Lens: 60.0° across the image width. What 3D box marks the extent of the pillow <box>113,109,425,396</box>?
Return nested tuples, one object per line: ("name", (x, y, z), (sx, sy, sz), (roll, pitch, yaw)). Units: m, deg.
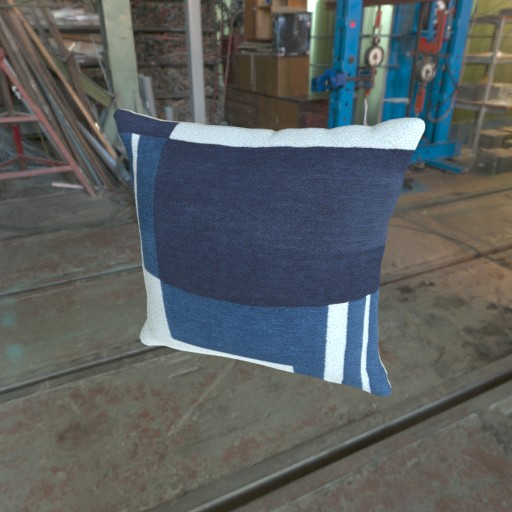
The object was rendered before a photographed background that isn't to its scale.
("pillow", (0.000, 0.000, 0.802), (0.536, 0.506, 0.229), (8, 28, 16))
